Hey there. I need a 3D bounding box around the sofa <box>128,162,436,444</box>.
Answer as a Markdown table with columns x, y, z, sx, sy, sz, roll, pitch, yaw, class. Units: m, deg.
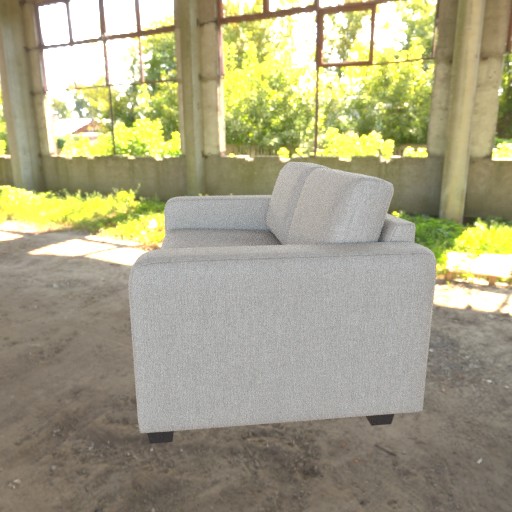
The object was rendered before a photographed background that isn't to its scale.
| x | y | z | sx | sy | sz | roll | pitch | yaw | class |
| --- | --- | --- | --- | --- | --- | --- | --- | --- | --- |
| 0.000 | 0.000 | 1.994 | 0.900 | 0.800 | 1.540 | -2 | 14 | -7 | sofa |
